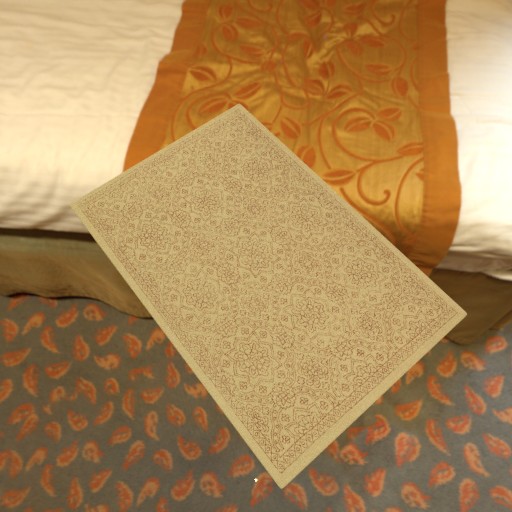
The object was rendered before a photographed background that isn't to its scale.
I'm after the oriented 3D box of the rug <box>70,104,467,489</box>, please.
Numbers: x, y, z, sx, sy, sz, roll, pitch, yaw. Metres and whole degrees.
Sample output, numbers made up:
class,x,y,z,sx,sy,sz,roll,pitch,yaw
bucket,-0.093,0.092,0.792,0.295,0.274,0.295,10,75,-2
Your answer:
class,x,y,z,sx,sy,sz,roll,pitch,yaw
rug,0.000,0.000,2.343,1.219,0.010,1.829,-36,69,-17
